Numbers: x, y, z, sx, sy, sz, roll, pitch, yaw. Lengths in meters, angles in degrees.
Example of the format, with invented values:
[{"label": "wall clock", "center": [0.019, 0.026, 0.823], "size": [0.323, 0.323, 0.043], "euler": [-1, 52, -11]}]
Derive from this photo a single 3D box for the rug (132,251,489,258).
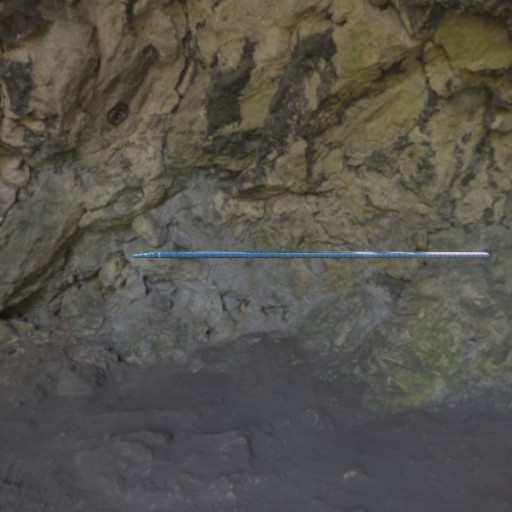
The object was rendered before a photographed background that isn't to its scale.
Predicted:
[{"label": "rug", "center": [0.000, 0.000, 2.983], "size": [1.540, 0.027, 2.450], "euler": [0, 0, -18]}]
